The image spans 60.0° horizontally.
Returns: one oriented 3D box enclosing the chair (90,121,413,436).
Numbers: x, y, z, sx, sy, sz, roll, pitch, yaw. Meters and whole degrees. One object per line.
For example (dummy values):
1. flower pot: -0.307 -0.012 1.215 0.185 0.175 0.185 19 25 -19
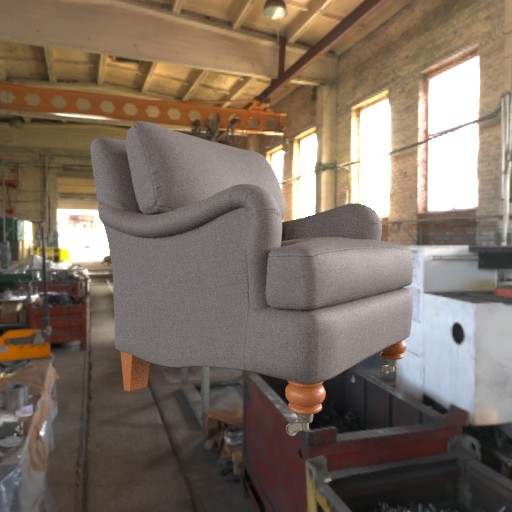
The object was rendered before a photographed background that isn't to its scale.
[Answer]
1. chair: 0.000 0.000 1.848 1.070 1.038 0.955 1 2 36
